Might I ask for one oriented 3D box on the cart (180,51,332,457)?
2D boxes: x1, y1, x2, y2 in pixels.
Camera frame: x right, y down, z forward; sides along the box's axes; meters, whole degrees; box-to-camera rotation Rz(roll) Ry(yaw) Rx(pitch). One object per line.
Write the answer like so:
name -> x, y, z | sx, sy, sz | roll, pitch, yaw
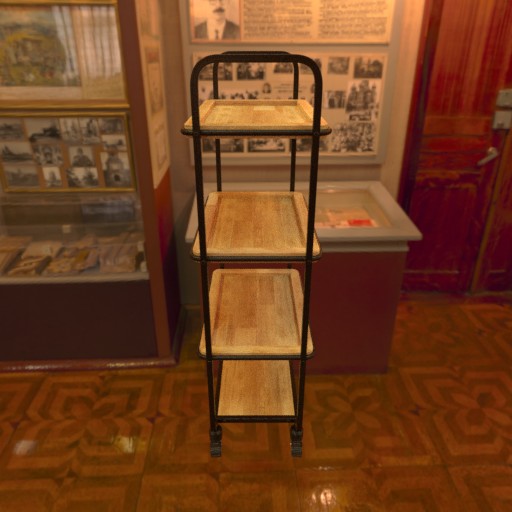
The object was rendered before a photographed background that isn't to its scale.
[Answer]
cart -> 0.000, 0.000, 1.293 | 0.321, 1.080, 0.545 | 0, 25, 0
